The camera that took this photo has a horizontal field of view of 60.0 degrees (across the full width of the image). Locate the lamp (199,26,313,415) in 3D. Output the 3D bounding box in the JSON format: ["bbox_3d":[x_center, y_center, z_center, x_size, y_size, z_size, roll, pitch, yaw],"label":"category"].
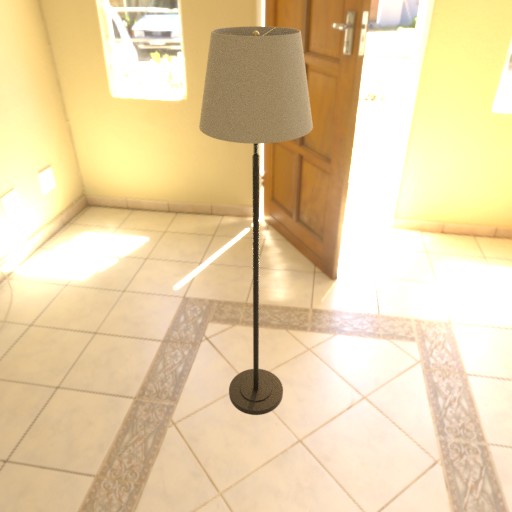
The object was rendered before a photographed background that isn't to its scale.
[{"bbox_3d":[0.000,0.000,1.619,0.348,1.473,0.348,0,32,0],"label":"lamp"}]
